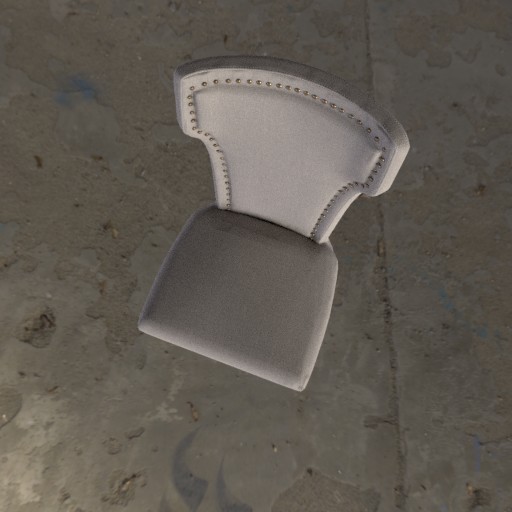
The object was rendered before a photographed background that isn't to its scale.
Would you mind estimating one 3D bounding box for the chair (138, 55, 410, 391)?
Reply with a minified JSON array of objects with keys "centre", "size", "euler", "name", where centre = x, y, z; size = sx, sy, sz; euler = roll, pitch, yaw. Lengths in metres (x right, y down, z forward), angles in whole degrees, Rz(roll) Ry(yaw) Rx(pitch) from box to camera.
[{"centre":[0.000,0.000,1.294],"size":[0.526,0.950,0.630],"euler":[19,75,5],"name":"chair"}]
